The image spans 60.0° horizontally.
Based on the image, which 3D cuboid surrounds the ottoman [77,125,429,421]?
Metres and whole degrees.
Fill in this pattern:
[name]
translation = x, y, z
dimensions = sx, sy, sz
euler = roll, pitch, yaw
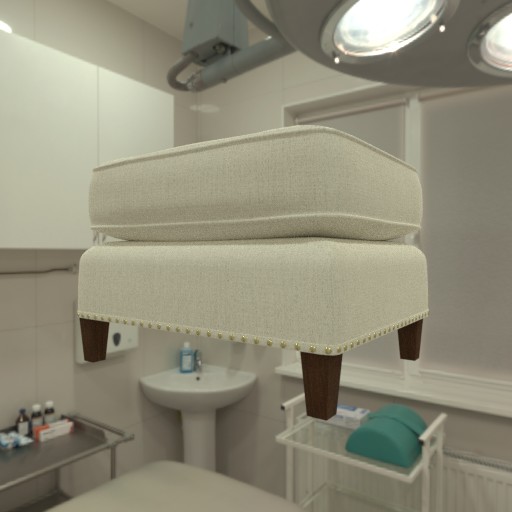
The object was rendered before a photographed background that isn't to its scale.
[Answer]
[ottoman]
translation = 0.000, 0.000, 1.157
dimensions = 0.738, 0.537, 0.589
euler = 0, 1, 36
